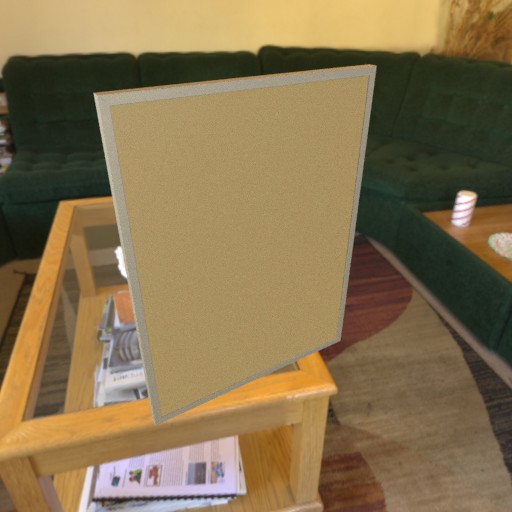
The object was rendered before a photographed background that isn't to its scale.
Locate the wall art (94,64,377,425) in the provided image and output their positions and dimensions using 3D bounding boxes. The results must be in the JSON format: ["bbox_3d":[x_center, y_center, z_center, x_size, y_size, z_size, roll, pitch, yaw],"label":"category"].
[{"bbox_3d":[0.000,0.000,1.375,0.789,1.042,0.034,-18,35,-26],"label":"wall art"}]
